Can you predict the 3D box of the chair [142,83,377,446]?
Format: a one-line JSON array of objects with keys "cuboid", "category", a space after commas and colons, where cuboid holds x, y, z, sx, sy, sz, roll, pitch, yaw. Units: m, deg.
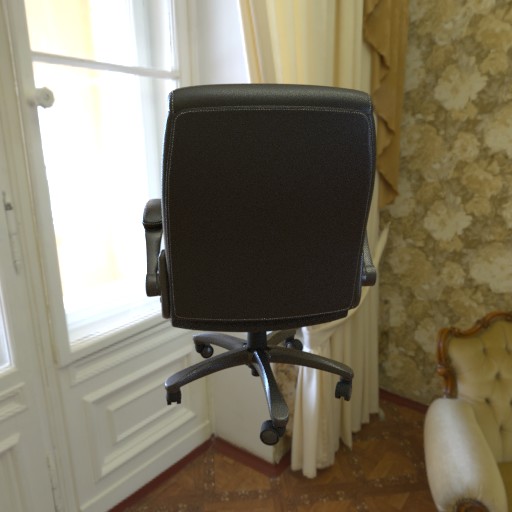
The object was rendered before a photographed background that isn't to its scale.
[{"cuboid": [0.000, 0.000, 1.602, 0.782, 1.110, 0.724, -2, 16, -8], "category": "chair"}]
